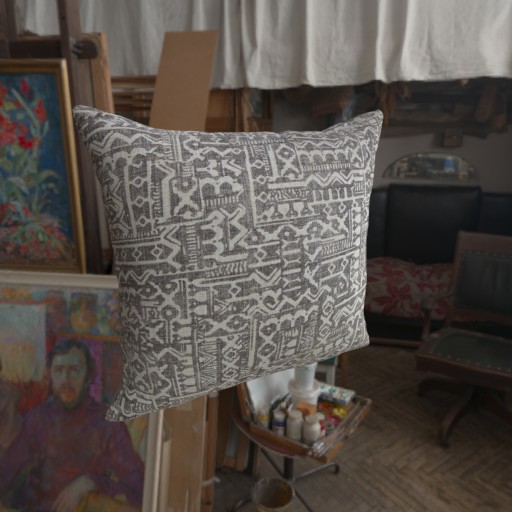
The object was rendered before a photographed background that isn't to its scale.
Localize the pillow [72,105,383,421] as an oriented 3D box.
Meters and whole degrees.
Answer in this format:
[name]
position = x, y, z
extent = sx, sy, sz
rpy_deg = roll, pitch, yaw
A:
[pillow]
position = 0.000, 0.000, 0.765
extent = 0.546, 0.487, 0.180
rpy_deg = -9, 18, -27
